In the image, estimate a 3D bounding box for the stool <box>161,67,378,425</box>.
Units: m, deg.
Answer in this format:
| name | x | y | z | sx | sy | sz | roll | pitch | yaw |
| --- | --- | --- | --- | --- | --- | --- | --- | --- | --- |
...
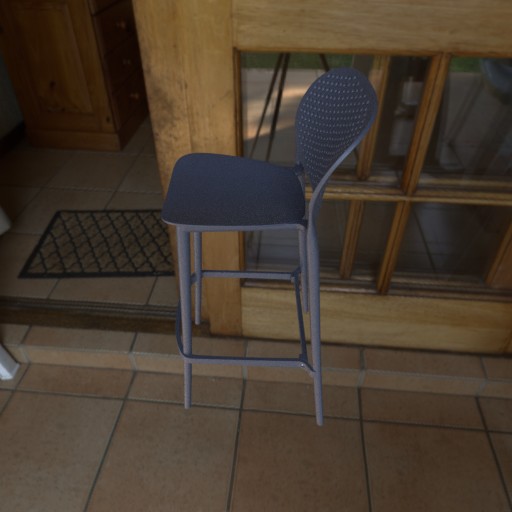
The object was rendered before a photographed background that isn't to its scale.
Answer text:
| name | x | y | z | sx | sy | sz | roll | pitch | yaw |
| --- | --- | --- | --- | --- | --- | --- | --- | --- | --- |
| stool | 0.000 | 0.000 | 1.357 | 0.535 | 1.045 | 0.536 | 0 | 40 | 0 |
